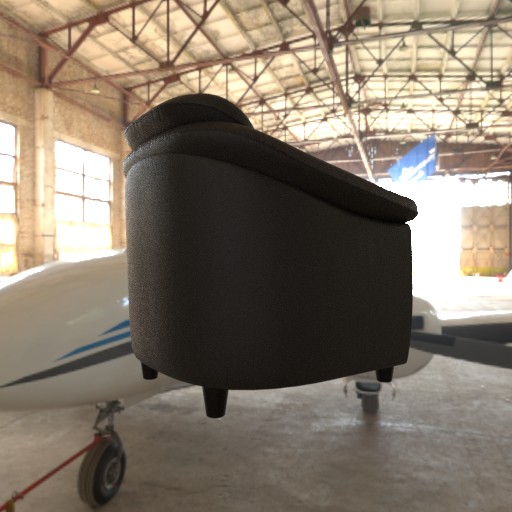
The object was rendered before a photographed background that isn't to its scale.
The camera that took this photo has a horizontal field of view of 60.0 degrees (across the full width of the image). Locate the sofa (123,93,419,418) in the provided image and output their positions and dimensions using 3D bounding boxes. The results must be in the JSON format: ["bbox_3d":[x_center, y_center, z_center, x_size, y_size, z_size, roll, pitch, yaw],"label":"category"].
[{"bbox_3d":[0.000,0.000,1.461,0.794,0.811,0.870,0,0,-35],"label":"sofa"}]
